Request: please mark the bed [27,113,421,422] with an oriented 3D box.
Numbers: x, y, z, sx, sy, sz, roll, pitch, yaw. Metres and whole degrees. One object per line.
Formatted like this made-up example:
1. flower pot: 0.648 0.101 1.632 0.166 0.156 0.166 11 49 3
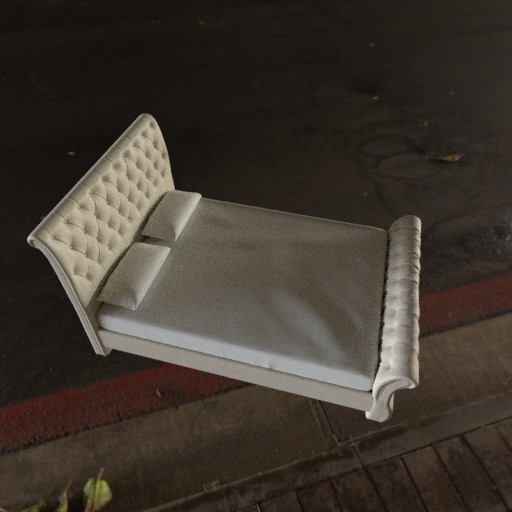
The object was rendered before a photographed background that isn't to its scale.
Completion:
1. bed: 0.000 0.000 3.456 2.493 1.268 1.606 11 47 11
